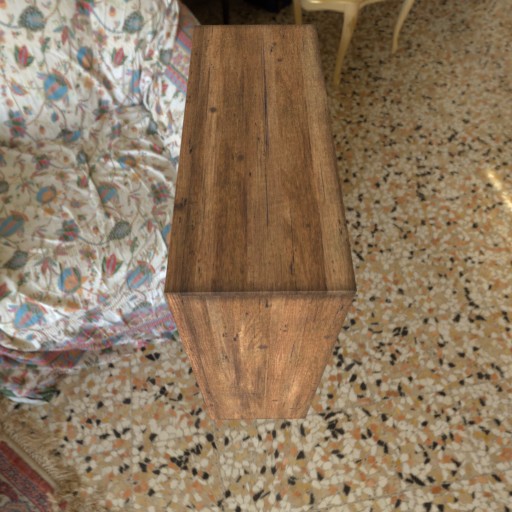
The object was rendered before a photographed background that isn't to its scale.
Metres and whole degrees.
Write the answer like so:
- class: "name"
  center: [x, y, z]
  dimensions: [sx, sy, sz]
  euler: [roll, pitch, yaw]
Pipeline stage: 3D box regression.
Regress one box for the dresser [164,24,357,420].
- class: "dresser"
  center: [0.000, 0.000, 1.847]
  dimensions: [0.438, 1.359, 1.067]
  euler: [-1, 57, 0]
